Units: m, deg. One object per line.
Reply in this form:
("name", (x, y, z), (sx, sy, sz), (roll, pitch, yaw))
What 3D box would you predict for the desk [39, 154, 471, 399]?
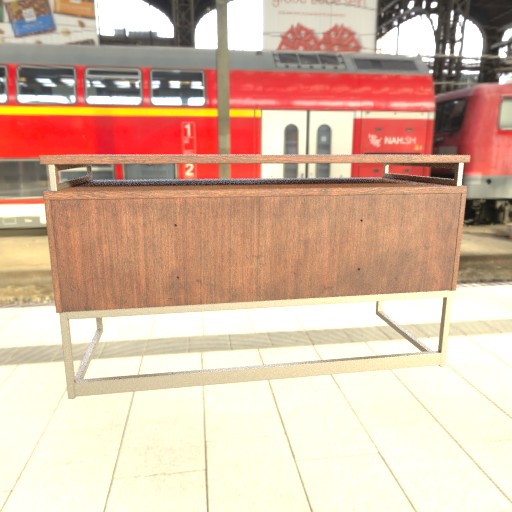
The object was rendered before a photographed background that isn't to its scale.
("desk", (0.000, 0.000, 1.782), (1.384, 0.792, 0.610), (-2, 13, -10))
